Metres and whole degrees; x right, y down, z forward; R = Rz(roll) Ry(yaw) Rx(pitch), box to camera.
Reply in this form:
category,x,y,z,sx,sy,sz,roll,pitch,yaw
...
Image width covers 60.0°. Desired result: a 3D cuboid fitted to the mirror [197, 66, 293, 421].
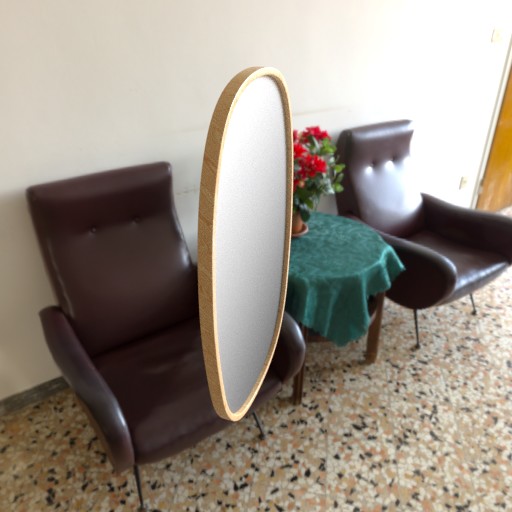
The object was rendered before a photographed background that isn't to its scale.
category,x,y,z,sx,sy,sz,roll,pitch,yaw
mirror,0.000,0.000,1.369,0.037,1.075,0.724,9,30,17
